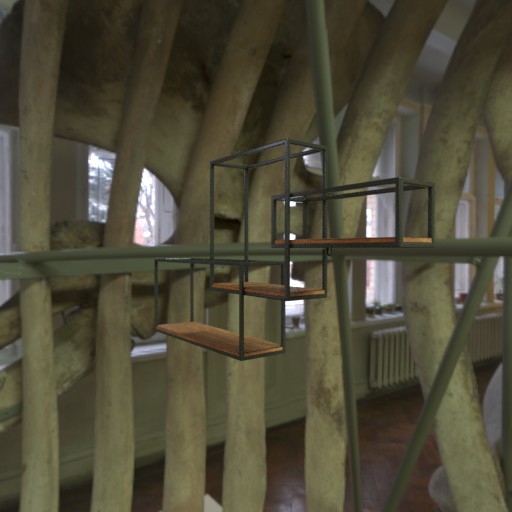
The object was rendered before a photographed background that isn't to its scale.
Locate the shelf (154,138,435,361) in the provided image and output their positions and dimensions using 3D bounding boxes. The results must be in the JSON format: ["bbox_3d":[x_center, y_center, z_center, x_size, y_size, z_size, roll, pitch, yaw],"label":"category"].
[{"bbox_3d":[0.000,0.000,2.179,0.275,0.972,1.781,-1,1,-37],"label":"shelf"}]
